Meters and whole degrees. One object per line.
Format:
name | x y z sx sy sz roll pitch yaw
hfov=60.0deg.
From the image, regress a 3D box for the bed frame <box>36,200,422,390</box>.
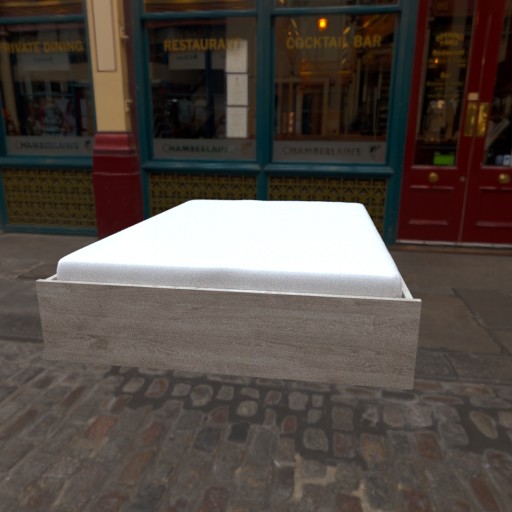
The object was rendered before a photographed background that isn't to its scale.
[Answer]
bed frame | 0.000 0.000 2.636 1.490 0.462 1.950 2 15 9
